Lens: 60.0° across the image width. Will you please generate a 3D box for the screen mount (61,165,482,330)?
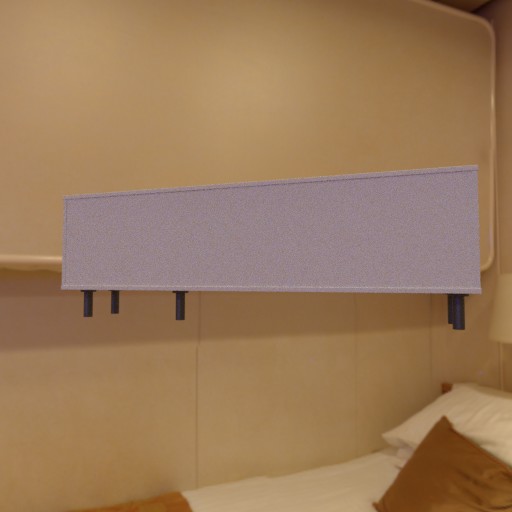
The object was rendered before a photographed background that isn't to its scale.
[{"bbox_3d":[0.000,0.000,1.817,1.600,0.520,0.418,-1,-3,19],"label":"screen mount"}]
